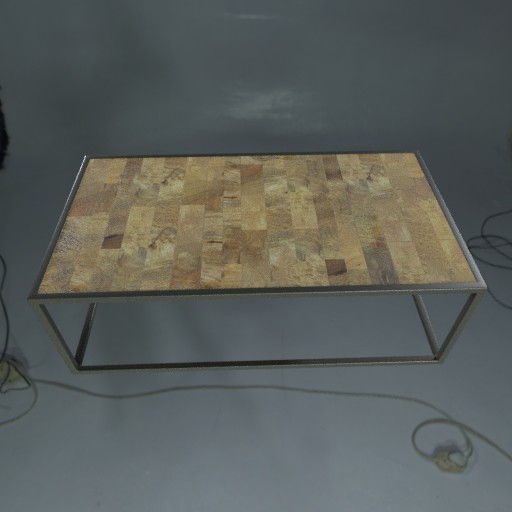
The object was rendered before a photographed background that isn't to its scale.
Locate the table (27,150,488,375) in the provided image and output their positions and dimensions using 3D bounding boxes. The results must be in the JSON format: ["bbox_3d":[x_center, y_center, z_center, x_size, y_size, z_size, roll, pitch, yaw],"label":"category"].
[{"bbox_3d":[0.000,0.000,1.517,1.199,0.398,0.649,-1,46,-1],"label":"table"}]
